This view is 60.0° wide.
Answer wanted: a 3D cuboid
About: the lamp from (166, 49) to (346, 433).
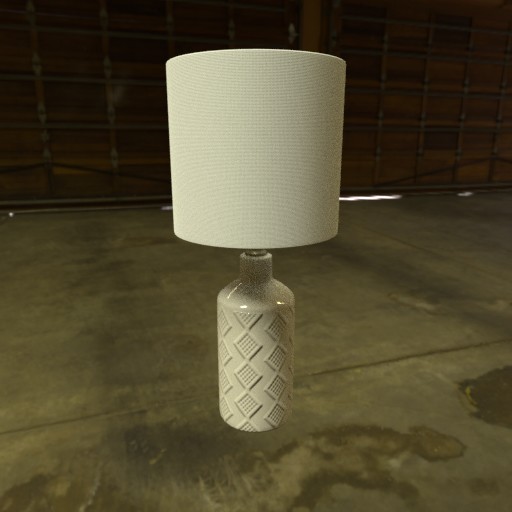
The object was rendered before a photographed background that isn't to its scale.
[{"bbox_3d":[0.000,0.000,0.578,0.207,0.461,0.207,7,17,25],"label":"lamp"}]
